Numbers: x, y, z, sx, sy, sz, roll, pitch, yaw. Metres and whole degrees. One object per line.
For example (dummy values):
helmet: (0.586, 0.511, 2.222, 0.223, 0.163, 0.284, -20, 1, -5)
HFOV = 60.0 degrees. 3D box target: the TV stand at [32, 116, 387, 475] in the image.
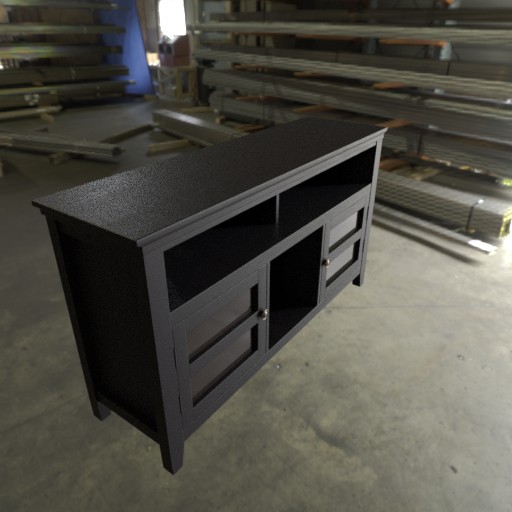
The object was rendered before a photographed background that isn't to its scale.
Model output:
TV stand: (0.000, 0.000, 1.467, 0.347, 0.681, 1.198, 19, 33, 31)
